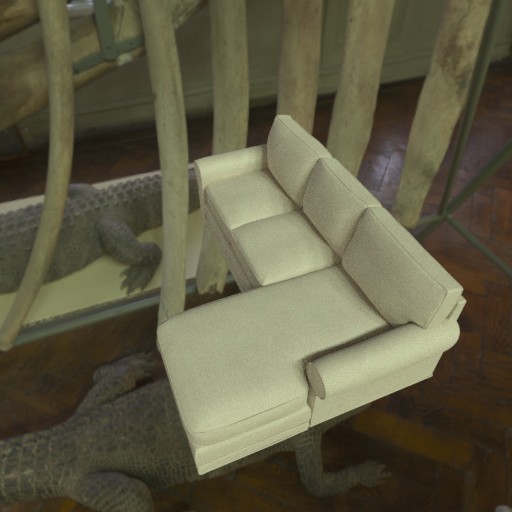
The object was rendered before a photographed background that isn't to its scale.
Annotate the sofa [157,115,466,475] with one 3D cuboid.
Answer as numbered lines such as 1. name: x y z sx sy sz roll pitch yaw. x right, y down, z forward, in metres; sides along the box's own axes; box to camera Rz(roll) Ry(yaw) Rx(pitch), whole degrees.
1. sofa: 0.000 0.000 2.360 1.226 0.734 1.770 -16 46 -16
